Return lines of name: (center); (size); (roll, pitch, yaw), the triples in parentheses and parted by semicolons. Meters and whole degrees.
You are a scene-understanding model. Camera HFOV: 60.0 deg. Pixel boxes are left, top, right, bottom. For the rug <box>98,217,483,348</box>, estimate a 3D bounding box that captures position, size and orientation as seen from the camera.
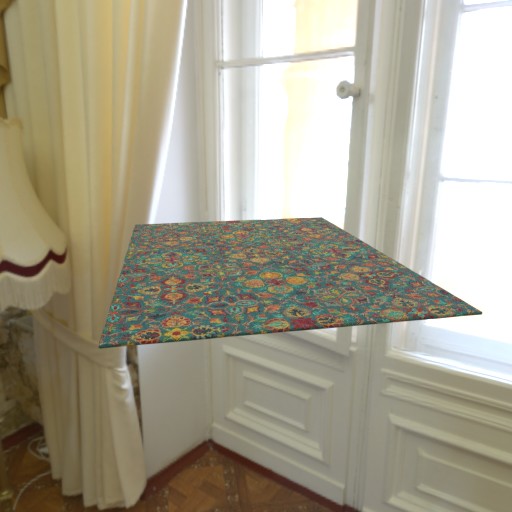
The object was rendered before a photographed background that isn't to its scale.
rug: (0.000, 0.000, 4.209); (2.434, 0.025, 3.204); (-3, 17, -11)
